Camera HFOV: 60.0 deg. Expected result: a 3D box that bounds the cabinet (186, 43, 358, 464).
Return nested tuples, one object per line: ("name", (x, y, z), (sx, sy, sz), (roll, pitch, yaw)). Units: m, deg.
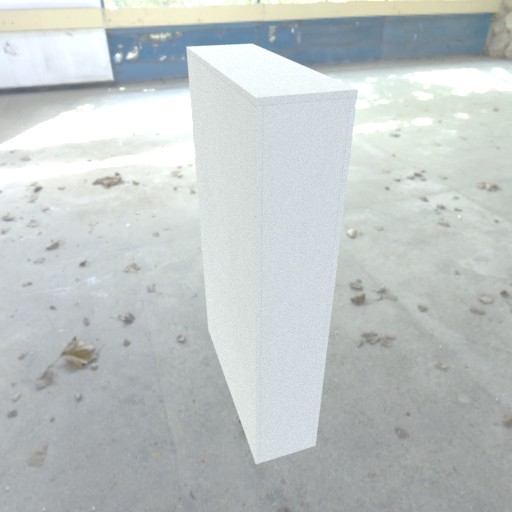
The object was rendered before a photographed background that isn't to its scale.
("cabinet", (0.000, 0.000, 1.584), (0.250, 1.280, 0.750), (-10, 34, -15))
